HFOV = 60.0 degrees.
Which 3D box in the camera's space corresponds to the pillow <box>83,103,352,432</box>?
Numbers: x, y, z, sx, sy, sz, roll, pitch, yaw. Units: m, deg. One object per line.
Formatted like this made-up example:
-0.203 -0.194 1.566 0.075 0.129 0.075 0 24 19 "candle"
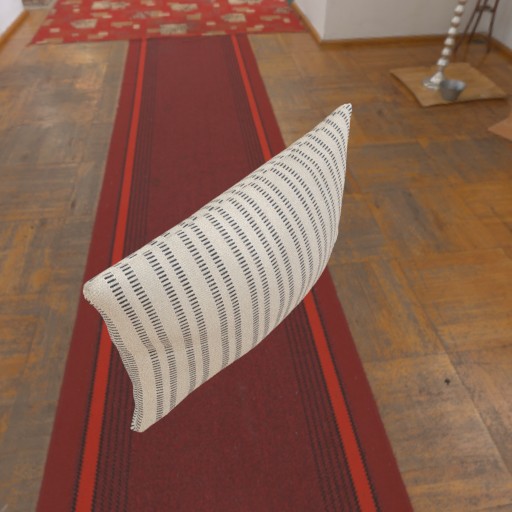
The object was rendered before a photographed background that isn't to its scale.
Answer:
0.000 0.000 0.804 0.210 0.353 0.640 27 49 26 "pillow"
